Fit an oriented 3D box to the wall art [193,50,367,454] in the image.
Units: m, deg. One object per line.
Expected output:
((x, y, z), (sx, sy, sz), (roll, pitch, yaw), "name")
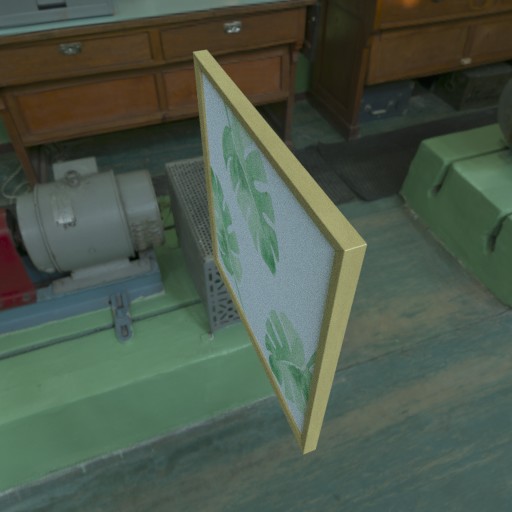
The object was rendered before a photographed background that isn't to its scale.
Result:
((0.000, 0.000, 1.148), (0.037, 0.763, 0.763), (-16, 48, -15), "wall art")
